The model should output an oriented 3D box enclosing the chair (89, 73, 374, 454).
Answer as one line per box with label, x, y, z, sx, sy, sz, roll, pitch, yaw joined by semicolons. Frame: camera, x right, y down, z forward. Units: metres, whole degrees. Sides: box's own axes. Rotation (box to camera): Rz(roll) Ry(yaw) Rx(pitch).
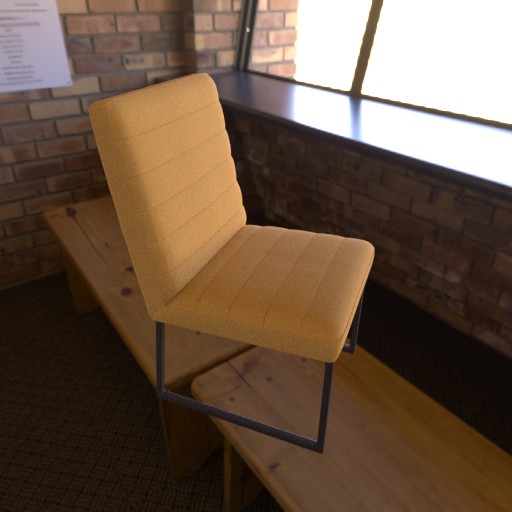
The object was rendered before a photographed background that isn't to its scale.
chair;0.000;0.000;1.311;0.634;0.930;0.520;12;32;19
